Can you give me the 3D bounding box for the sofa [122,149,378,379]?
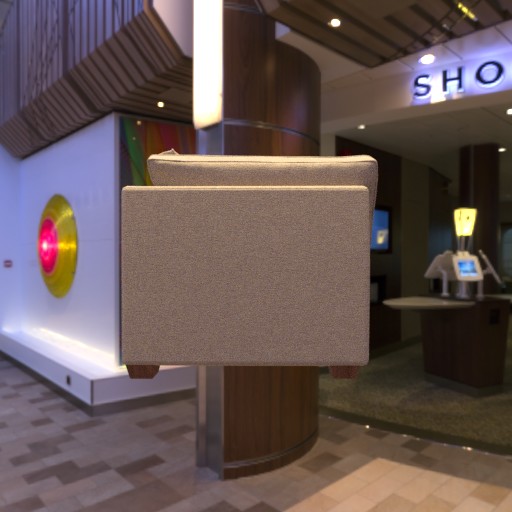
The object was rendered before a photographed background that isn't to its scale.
[{"bbox_3d":[0.000,0.000,2.888,1.061,0.962,2.317,0,1,1],"label":"sofa"}]
